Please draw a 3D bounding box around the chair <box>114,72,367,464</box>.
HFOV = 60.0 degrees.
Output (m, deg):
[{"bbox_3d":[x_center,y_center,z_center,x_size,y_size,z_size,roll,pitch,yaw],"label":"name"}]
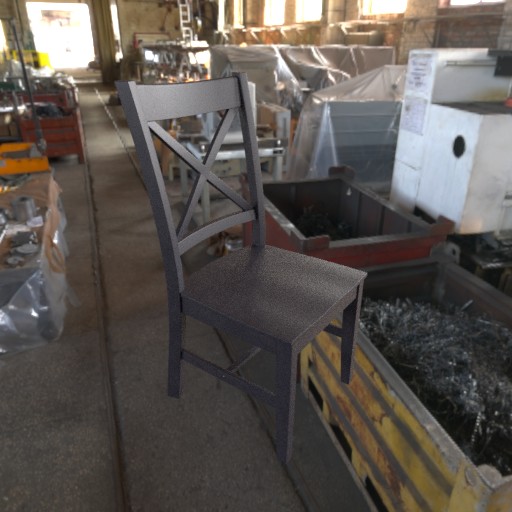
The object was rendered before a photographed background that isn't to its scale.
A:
[{"bbox_3d":[0.000,0.000,1.325,0.542,0.983,0.485,18,31,32],"label":"chair"}]
